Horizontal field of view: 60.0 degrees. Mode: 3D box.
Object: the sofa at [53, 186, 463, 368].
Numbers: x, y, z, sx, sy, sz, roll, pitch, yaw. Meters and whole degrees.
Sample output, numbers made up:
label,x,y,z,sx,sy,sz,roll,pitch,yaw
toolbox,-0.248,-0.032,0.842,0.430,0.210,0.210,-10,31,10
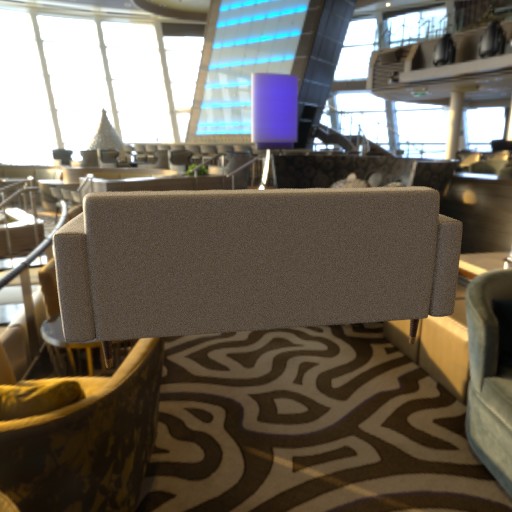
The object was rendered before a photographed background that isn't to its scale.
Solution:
label,x,y,z,sx,sy,sz,roll,pitch,yaw
sofa,0.000,0.000,2.479,1.895,0.814,0.969,-2,14,-9
